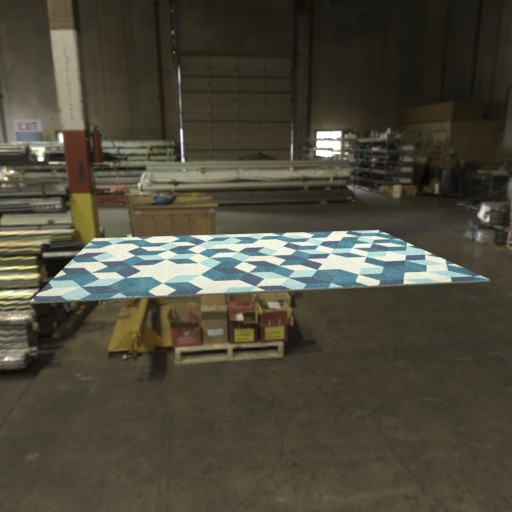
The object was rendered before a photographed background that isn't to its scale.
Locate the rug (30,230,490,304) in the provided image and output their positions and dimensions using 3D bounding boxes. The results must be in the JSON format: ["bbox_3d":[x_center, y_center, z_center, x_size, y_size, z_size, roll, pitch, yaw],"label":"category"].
[{"bbox_3d":[0.000,0.000,3.045,2.438,0.015,1.518,-2,14,-8],"label":"rug"}]
